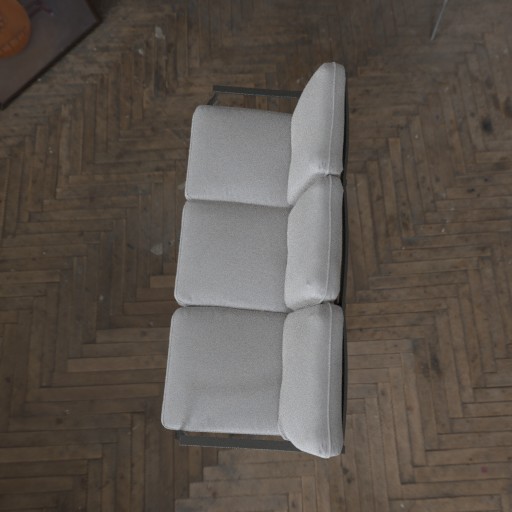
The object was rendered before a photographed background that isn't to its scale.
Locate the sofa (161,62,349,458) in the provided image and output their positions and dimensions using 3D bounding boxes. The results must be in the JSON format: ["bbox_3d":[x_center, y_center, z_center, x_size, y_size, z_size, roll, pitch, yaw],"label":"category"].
[{"bbox_3d":[0.000,0.000,2.196,0.787,0.860,1.740,3,76,1],"label":"sofa"}]
